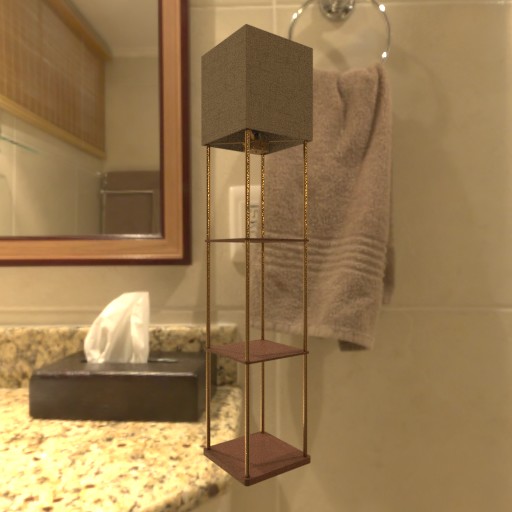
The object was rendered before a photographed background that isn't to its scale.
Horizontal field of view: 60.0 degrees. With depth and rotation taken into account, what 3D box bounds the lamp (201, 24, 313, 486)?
[{"bbox_3d":[0.000,0.000,1.714,0.308,1.569,0.310,0,0,-36],"label":"lamp"}]
